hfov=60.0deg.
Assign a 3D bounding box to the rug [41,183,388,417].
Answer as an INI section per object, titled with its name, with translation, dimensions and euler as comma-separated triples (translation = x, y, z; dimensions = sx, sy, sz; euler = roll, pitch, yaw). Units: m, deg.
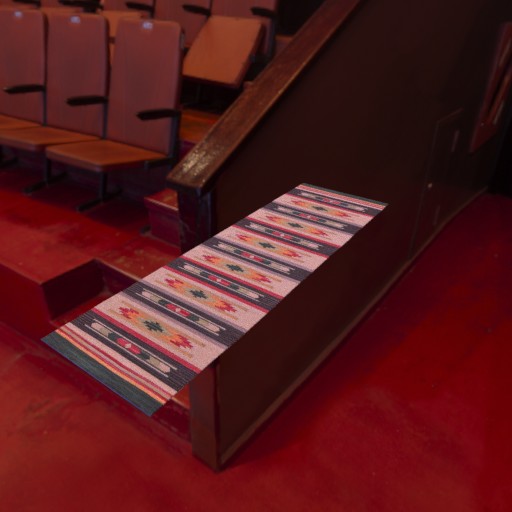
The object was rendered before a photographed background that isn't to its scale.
[rug]
translation = 0.000, 0.000, 2.751
dimensions = 0.760, 0.009, 2.440
euler = 20, 36, 30
